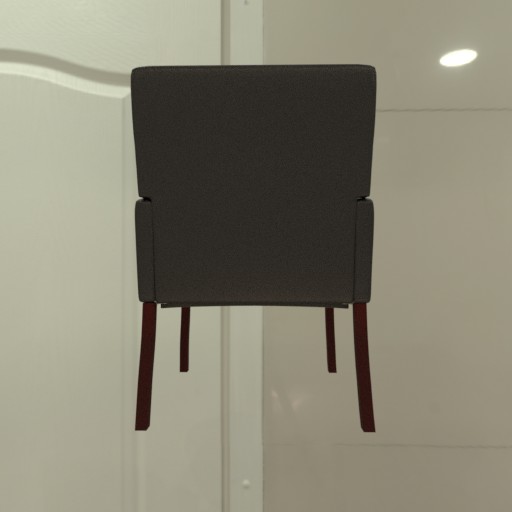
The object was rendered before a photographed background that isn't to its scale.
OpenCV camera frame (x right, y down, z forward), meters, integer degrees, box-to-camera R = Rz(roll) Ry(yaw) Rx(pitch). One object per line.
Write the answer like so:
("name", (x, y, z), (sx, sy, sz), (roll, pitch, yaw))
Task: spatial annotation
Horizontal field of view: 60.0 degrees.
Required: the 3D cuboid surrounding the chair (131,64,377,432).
("chair", (0.000, 0.000, 1.483), (0.683, 0.951, 0.772), (0, -1, 1))
